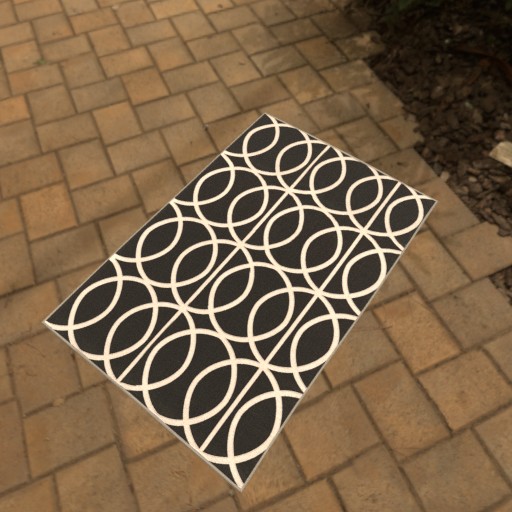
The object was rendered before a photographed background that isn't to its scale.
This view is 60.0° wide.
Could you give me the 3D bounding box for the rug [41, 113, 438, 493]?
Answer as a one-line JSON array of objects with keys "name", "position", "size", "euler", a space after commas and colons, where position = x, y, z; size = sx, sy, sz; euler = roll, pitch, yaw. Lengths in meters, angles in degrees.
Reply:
[{"name": "rug", "position": [0.000, 0.000, 2.903], "size": [1.528, 0.014, 2.294], "euler": [32, 64, 18]}]
